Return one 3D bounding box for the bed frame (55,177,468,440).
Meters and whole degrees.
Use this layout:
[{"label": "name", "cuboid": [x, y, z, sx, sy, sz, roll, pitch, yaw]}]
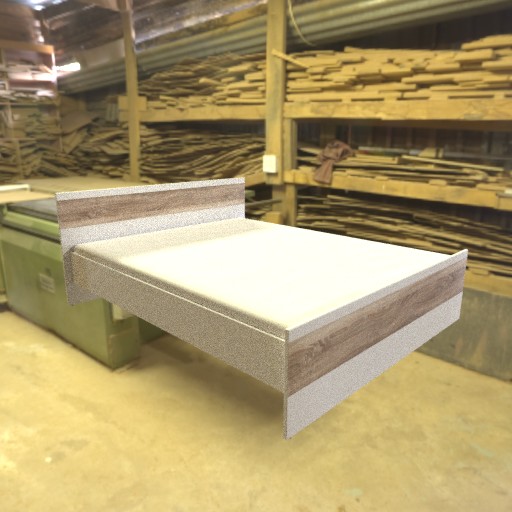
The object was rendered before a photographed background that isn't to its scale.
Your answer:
[{"label": "bed frame", "cuboid": [0.000, 0.000, 2.929, 1.720, 0.800, 2.060, -14, 21, -43]}]
